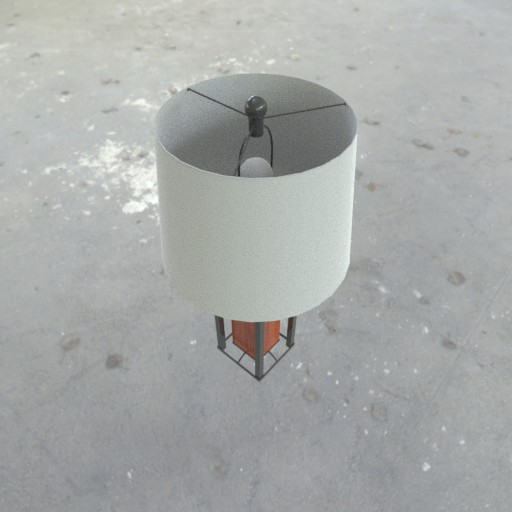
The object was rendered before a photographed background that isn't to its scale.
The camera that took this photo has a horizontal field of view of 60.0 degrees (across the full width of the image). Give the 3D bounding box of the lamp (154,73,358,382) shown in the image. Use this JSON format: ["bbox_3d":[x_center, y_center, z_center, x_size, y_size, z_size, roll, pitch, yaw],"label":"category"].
[{"bbox_3d":[0.000,0.000,0.779,0.320,0.591,0.320,0,46,0],"label":"lamp"}]
